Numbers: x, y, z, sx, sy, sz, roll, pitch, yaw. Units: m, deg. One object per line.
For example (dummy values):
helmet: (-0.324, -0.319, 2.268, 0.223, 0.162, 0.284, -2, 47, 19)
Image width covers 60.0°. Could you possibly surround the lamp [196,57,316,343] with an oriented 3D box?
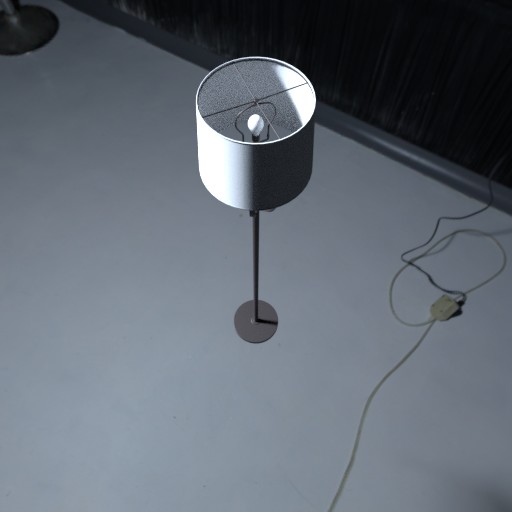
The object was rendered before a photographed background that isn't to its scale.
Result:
lamp: (0.000, 0.000, 1.584, 0.286, 1.462, 0.286, 32, 67, 15)
